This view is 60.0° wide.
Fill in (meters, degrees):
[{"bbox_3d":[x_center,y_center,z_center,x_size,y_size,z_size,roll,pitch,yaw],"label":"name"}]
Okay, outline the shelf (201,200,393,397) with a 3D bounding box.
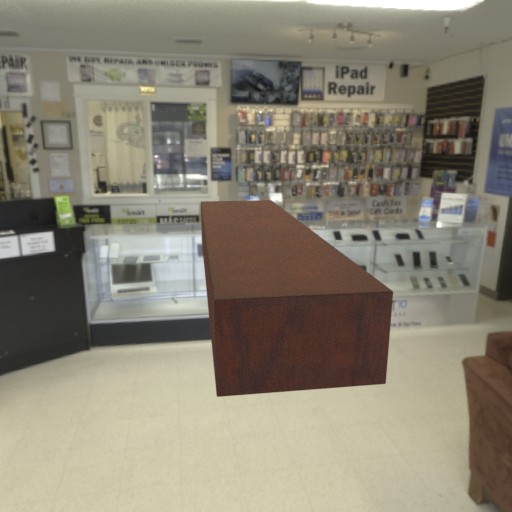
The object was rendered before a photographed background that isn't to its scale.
[{"bbox_3d":[0.000,0.000,0.669,0.152,0.088,0.607,-2,15,-8],"label":"shelf"}]
